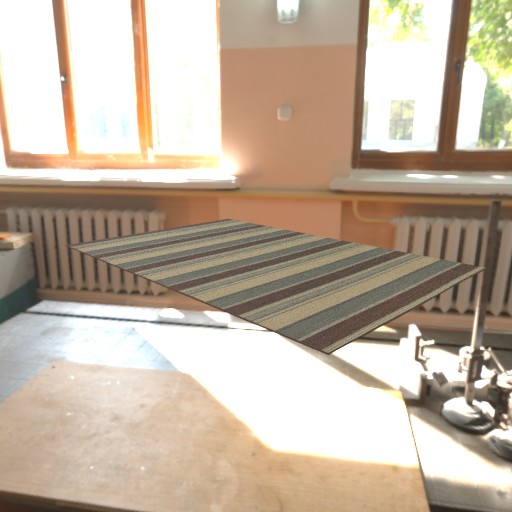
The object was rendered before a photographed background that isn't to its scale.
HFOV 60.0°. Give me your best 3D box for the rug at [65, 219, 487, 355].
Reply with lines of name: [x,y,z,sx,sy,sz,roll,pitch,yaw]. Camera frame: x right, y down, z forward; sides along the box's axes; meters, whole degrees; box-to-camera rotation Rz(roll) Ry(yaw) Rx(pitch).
rug: [0.000,0.000,2.280,1.219,0.008,1.829,-14,20,-43]
